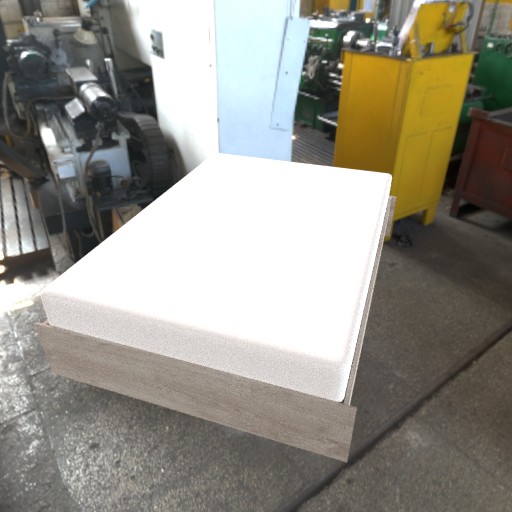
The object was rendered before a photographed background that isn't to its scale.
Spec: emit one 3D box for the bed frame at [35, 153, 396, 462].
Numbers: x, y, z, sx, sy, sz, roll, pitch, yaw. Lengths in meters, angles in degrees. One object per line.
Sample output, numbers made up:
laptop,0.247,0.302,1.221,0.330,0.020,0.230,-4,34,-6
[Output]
bed frame,0.000,0.000,2.620,1.445,0.497,1.945,10,34,16
